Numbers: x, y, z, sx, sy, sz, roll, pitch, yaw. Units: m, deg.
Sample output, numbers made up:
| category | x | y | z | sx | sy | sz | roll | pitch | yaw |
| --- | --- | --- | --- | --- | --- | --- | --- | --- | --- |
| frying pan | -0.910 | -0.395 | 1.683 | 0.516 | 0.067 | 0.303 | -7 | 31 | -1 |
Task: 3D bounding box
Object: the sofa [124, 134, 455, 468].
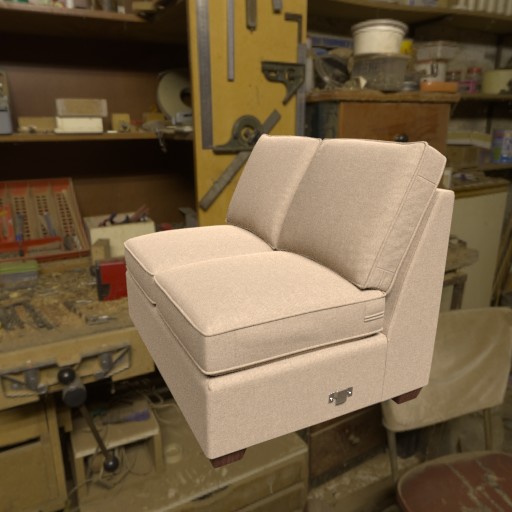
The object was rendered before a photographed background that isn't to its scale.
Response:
| category | x | y | z | sx | sy | sz | roll | pitch | yaw |
| --- | --- | --- | --- | --- | --- | --- | --- | --- | --- |
| sofa | 0.000 | 0.000 | 1.955 | 0.951 | 1.008 | 1.237 | -8 | 19 | -25 |
